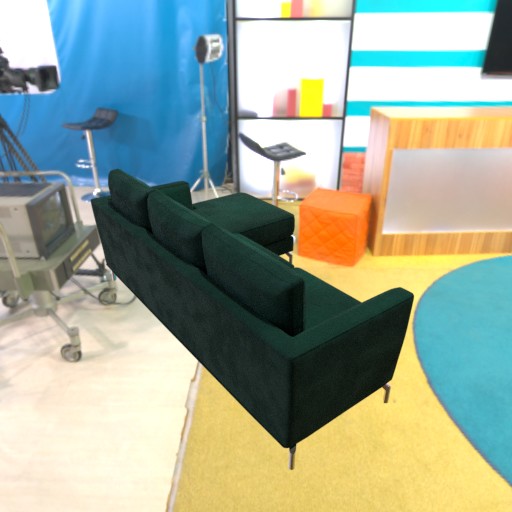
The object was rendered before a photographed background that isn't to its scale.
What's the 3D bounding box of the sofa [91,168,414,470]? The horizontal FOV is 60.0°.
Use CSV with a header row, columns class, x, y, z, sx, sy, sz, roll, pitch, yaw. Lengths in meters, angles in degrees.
class,x,y,z,sx,sy,sz,roll,pitch,yaw
sofa,0.000,0.000,3.170,1.489,1.007,2.441,-19,32,-33
